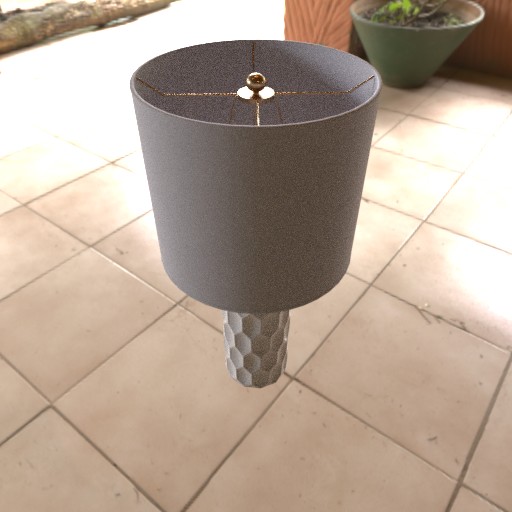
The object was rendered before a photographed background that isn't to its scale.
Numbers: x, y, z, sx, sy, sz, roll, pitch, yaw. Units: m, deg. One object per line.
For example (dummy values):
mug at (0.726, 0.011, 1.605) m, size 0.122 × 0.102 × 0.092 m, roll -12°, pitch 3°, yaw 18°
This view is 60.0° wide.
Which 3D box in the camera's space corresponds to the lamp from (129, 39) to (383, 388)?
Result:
lamp at (0.000, 0.000, 0.669) m, size 0.277 × 0.537 × 0.277 m, roll 26°, pitch 47°, yaw 27°
